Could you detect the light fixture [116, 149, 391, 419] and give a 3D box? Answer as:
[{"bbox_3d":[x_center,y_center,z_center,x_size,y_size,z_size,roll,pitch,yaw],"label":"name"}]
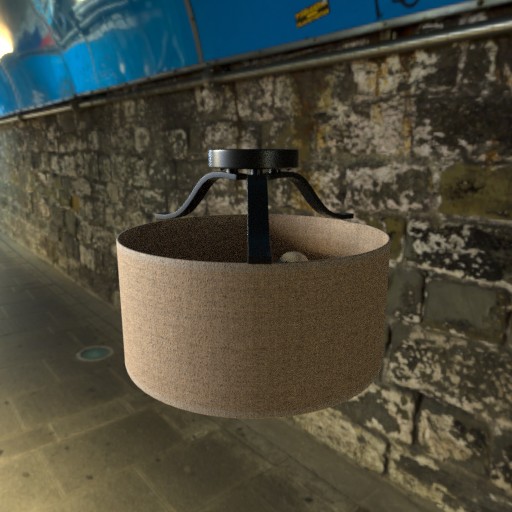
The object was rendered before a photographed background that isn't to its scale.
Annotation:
[{"bbox_3d":[0.000,0.000,0.654,0.390,0.306,0.390,0,13,0],"label":"light fixture"}]
